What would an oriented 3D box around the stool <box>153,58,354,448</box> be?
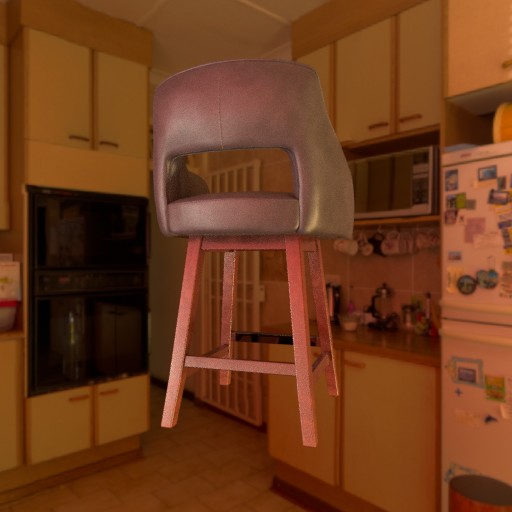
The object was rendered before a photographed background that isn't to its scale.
[{"bbox_3d":[0.000,0.000,1.314,0.550,0.936,0.560,0,0,18],"label":"stool"}]
